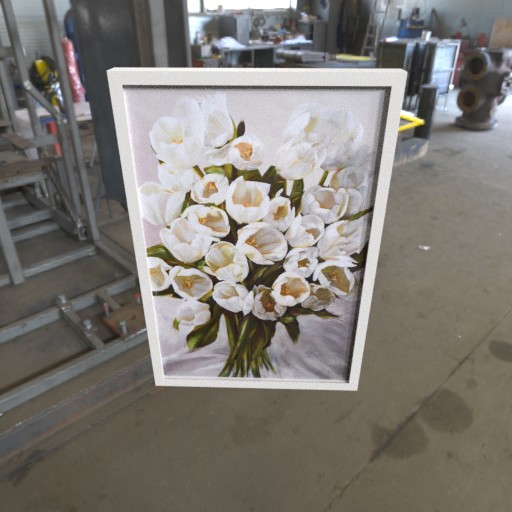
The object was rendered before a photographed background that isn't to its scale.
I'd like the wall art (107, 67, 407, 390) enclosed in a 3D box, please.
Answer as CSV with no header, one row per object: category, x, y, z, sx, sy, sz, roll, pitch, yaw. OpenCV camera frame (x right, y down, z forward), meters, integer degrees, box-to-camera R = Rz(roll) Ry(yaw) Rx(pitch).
wall art,0.000,0.000,0.548,0.293,0.428,0.025,1,30,2
